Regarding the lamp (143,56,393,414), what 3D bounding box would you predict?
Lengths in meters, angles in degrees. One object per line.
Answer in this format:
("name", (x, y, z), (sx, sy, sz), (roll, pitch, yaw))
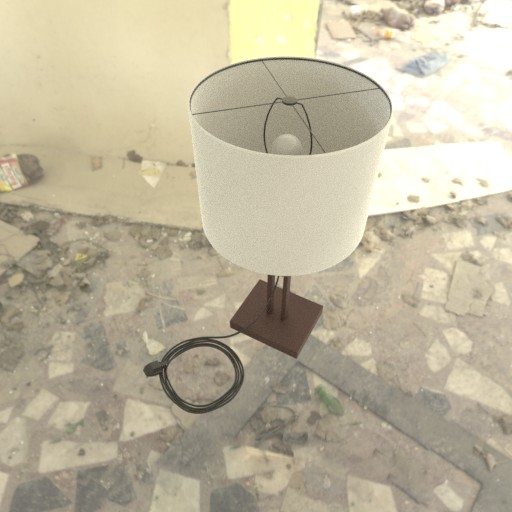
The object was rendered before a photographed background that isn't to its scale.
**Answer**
("lamp", (0.000, 0.000, 0.975), (0.396, 0.668, 0.525), (22, 50, 19))
